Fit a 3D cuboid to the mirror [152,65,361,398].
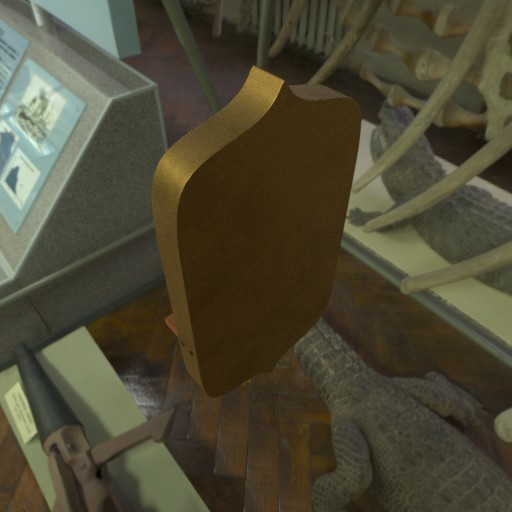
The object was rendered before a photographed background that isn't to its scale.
[{"bbox_3d":[0.000,0.000,0.721,0.323,0.613,0.096,-31,53,-27],"label":"mirror"}]
